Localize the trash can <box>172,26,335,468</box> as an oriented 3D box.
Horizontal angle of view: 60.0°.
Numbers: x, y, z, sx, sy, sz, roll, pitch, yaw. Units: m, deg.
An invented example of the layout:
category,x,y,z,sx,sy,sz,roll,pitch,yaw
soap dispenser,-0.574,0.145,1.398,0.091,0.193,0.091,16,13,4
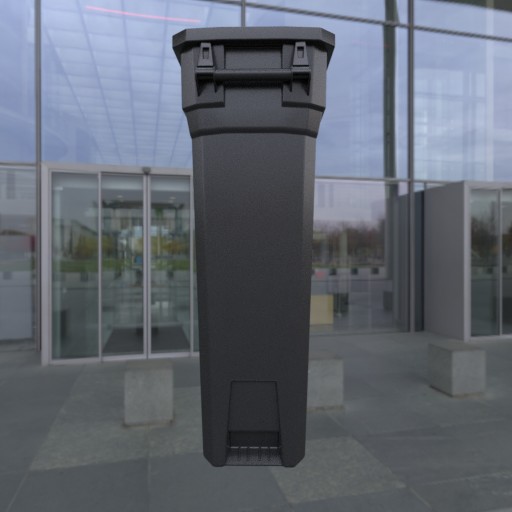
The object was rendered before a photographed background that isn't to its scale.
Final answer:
category,x,y,z,sx,sy,sz,roll,pitch,yaw
trash can,0.000,0.000,1.005,0.281,0.762,0.559,0,0,1
